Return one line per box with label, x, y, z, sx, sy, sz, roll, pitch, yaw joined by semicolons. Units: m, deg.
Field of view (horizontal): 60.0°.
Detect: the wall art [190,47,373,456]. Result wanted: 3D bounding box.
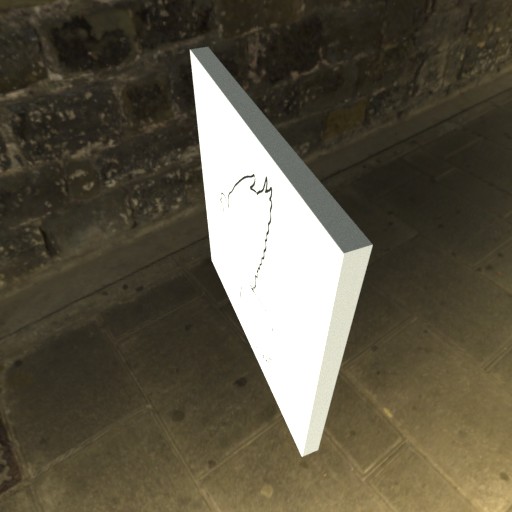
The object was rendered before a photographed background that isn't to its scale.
wall art;0.000;0.000;0.909;0.038;0.610;0.610;-16;48;-15
